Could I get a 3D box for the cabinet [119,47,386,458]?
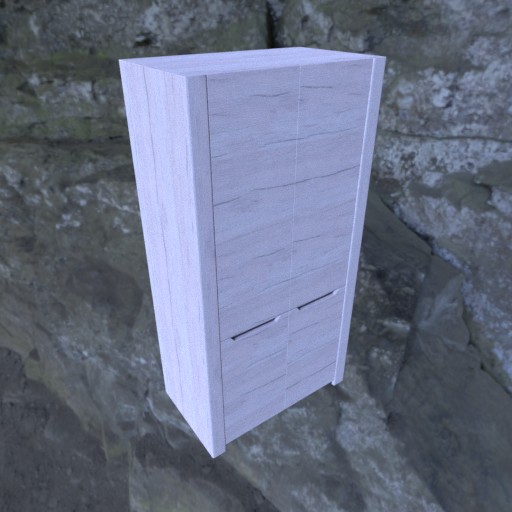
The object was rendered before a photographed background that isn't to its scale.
[{"bbox_3d":[0.000,0.000,2.355,0.980,1.930,0.580,-20,35,-30],"label":"cabinet"}]
